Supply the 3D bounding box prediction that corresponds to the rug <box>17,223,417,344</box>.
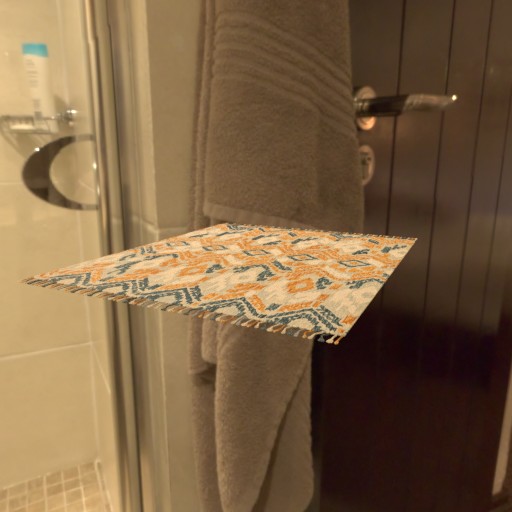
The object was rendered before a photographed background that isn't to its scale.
[{"bbox_3d":[0.000,0.000,4.064,2.439,0.010,3.048,7,15,26],"label":"rug"}]
